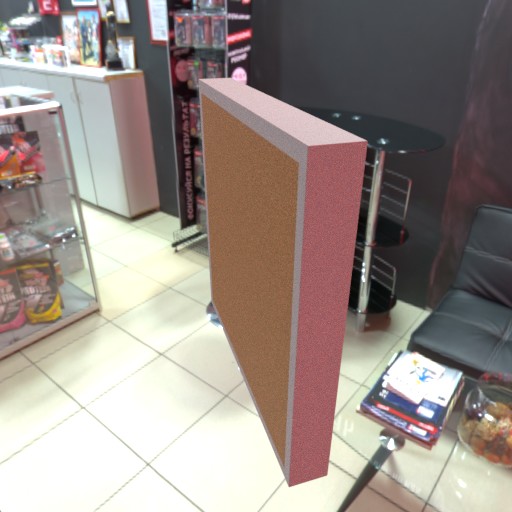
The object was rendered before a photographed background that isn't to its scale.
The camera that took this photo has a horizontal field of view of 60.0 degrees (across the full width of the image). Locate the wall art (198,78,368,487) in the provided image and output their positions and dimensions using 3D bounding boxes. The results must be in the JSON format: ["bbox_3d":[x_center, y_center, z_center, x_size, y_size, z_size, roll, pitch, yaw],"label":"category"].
[{"bbox_3d":[0.000,0.000,0.453,0.038,0.305,0.305,-9,30,-16],"label":"wall art"}]
